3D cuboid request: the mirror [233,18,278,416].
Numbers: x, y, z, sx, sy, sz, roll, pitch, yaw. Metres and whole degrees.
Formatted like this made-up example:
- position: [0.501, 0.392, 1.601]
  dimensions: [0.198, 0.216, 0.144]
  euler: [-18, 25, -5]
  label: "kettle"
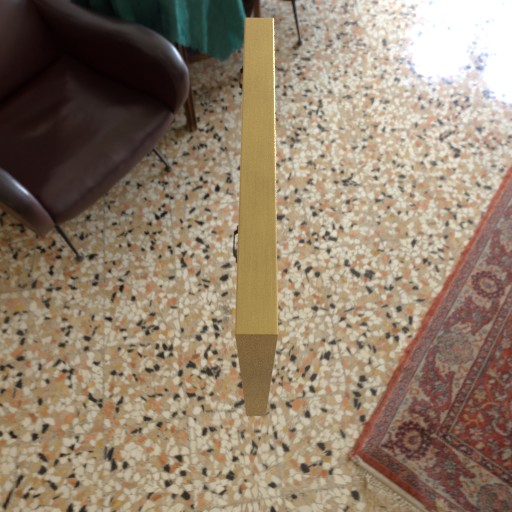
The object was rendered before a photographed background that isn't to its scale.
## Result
- position: [0.000, 0.000, 0.684]
  dimensions: [0.041, 0.508, 0.405]
  euler: [0, 63, 0]
  label: "mirror"
